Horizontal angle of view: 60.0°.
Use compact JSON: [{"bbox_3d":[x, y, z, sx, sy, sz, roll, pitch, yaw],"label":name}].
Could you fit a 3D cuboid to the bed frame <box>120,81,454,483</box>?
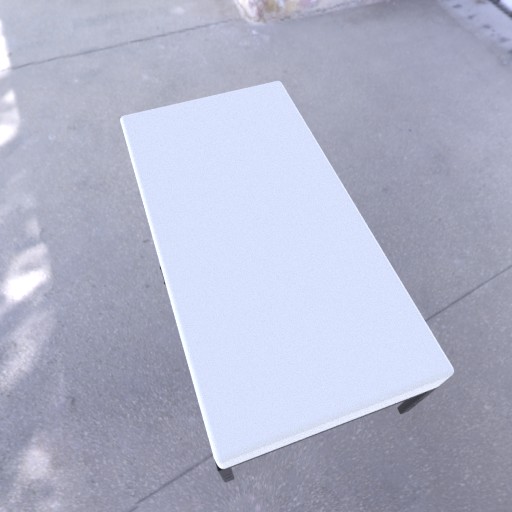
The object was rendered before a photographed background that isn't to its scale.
[{"bbox_3d":[0.000,0.000,2.433,1.023,0.659,1.950,-17,59,-10],"label":"bed frame"}]
